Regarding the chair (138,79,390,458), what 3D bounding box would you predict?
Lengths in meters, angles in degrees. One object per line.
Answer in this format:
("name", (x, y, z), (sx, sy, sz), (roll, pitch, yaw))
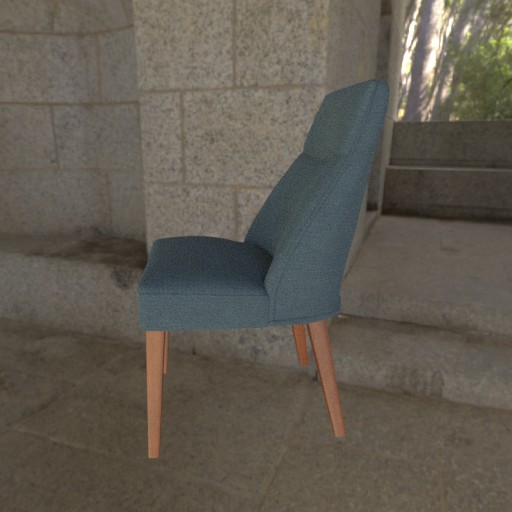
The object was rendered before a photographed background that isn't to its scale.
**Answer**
("chair", (0.000, 0.000, 1.269), (0.620, 0.930, 0.500), (-2, 15, -8))
